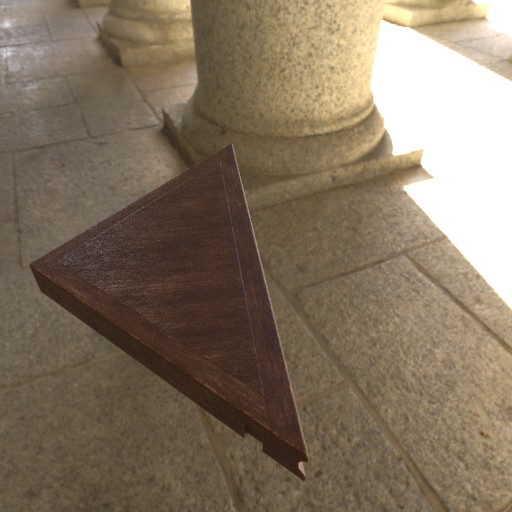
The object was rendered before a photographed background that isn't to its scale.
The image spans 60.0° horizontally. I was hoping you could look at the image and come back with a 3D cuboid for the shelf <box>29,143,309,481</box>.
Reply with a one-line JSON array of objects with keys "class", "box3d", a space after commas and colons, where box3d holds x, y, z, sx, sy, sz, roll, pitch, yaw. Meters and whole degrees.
[{"class": "shelf", "box3d": [0.000, 0.000, 0.436, 0.296, 0.035, 0.296, 26, 47, 27]}]
